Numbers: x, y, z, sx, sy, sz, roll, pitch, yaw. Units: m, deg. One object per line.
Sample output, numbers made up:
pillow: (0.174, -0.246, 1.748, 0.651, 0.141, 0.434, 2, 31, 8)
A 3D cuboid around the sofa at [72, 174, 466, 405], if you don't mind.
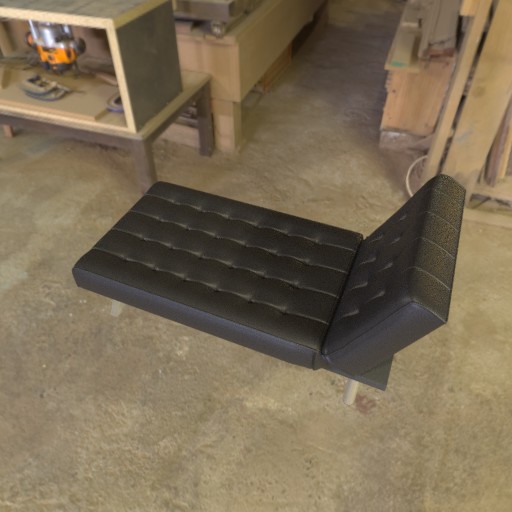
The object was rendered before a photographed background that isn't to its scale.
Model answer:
sofa: (0.000, 0.000, 2.035, 1.560, 0.820, 0.760, 17, 47, 16)
